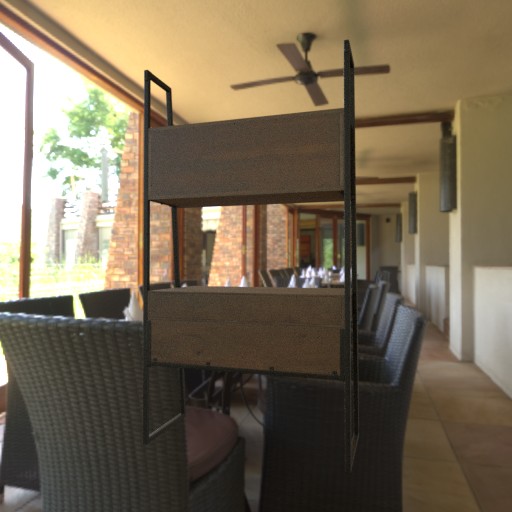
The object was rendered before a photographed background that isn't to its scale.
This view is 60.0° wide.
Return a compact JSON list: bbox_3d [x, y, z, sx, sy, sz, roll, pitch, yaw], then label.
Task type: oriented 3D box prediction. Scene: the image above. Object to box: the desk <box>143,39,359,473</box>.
[{"bbox_3d":[0.000,0.000,2.234,0.982,1.809,0.515,0,-1,18],"label":"desk"}]
